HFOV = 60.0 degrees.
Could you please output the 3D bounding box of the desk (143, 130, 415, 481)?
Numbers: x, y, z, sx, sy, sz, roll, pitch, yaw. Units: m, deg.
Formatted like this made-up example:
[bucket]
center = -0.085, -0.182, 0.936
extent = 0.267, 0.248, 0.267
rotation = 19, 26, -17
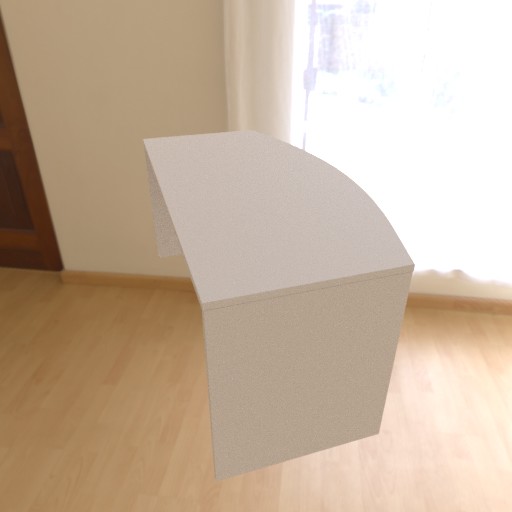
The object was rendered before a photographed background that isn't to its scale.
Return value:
[desk]
center = 0.000, 0.000, 2.083
extent = 0.802, 0.750, 1.600
rotation = -9, 31, -15
